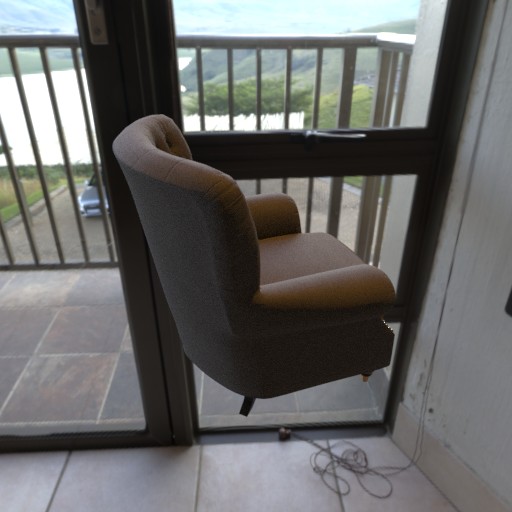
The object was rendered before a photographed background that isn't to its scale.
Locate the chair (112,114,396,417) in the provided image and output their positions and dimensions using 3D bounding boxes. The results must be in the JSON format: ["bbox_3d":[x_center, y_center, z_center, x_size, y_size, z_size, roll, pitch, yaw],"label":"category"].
[{"bbox_3d":[0.000,0.000,1.812,0.983,1.046,0.983,-10,31,-18],"label":"chair"}]
